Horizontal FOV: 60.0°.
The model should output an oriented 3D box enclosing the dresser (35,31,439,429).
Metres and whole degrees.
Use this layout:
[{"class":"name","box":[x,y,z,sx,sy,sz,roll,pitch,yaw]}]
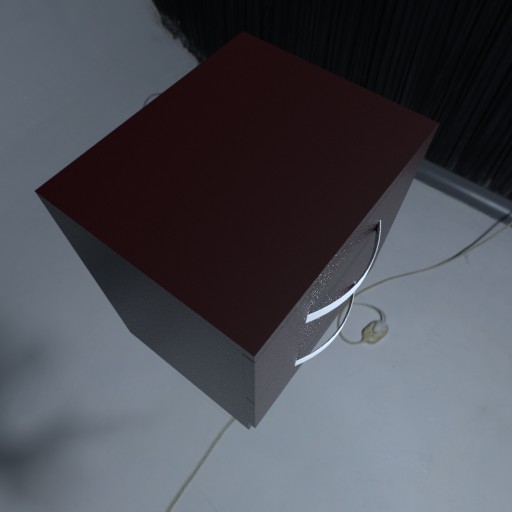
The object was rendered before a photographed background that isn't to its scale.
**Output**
[{"class":"dresser","box":[0.000,0.000,0.756,0.360,0.470,0.400,34,65,18]}]
